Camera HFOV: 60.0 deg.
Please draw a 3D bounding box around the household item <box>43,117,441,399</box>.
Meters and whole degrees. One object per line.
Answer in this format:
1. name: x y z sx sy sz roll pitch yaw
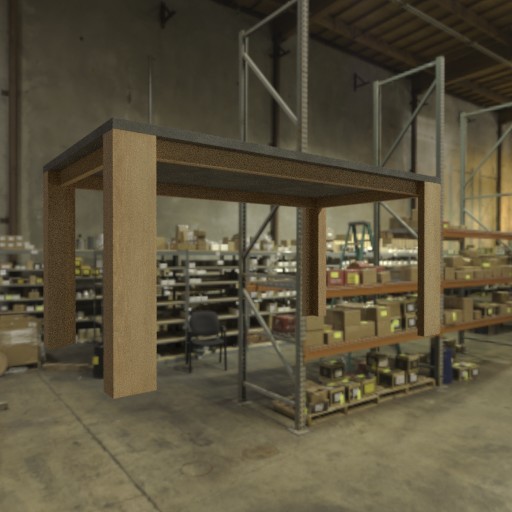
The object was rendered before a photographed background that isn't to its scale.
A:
1. household item: 0.000 0.000 2.007 1.600 0.755 0.850 0 1 -37
